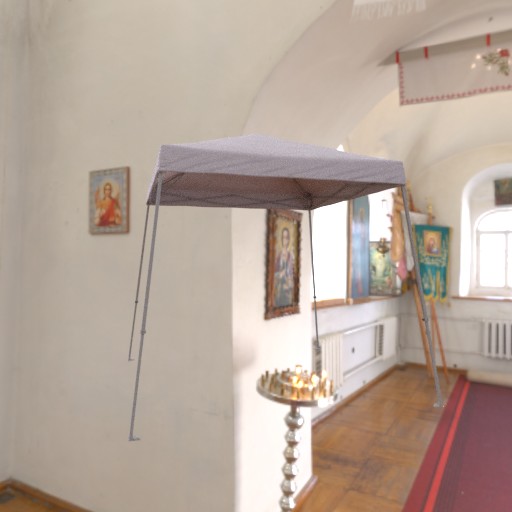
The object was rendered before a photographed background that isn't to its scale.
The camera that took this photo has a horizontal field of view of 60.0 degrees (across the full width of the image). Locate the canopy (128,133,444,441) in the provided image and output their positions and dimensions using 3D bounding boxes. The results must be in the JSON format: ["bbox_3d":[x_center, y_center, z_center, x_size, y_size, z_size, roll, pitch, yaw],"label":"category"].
[{"bbox_3d":[0.000,0.000,5.151,2.850,2.850,2.849,0,0,-16],"label":"canopy"}]
